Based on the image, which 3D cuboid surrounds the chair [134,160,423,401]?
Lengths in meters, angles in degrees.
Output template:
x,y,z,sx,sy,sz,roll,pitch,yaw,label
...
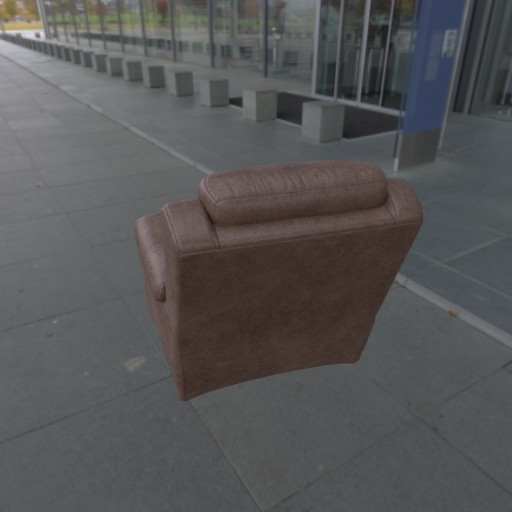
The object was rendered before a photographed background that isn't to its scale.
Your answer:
x,y,z,sx,sy,sz,roll,pitch,yaw,label
0.000,0.000,1.850,0.940,0.990,1.067,-8,29,-15,chair
